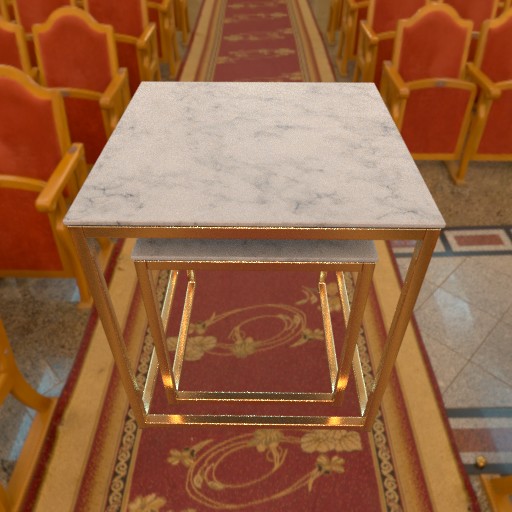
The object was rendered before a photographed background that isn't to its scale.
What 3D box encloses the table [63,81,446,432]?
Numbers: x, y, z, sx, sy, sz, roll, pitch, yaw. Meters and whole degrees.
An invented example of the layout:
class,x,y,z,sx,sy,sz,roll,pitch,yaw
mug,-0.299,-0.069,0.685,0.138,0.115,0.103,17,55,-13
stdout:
class,x,y,z,sx,sy,sz,roll,pitch,yaw
table,0.000,0.000,0.852,0.450,0.500,0.450,1,41,1
